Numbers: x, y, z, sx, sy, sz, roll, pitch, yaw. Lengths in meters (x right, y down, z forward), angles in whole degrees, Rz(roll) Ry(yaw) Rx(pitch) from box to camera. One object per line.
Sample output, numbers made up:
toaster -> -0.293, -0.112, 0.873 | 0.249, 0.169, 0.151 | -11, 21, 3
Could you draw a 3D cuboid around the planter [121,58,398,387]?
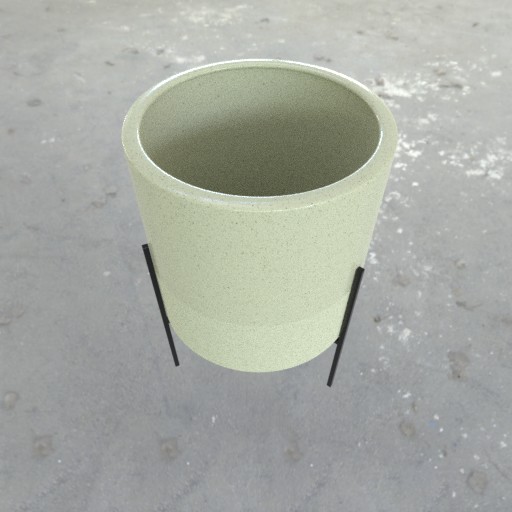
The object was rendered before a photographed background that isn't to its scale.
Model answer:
planter -> 0.000, 0.000, 0.686 | 0.323, 0.475, 0.314 | -16, 50, -14
